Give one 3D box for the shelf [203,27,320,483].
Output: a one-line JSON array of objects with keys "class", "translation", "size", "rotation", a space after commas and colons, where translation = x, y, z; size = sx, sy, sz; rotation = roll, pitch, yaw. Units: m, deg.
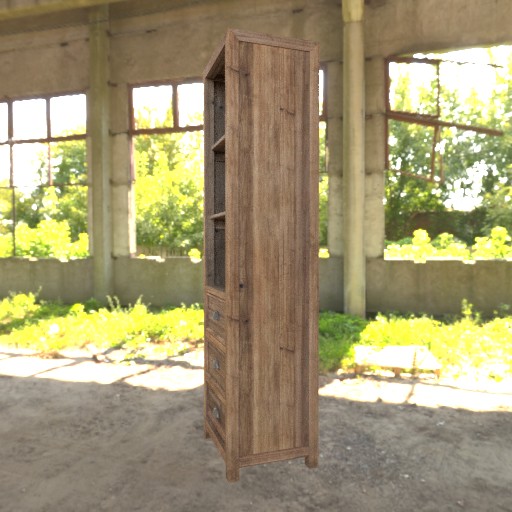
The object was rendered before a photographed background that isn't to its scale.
[{"class": "shelf", "translation": [0.000, 0.000, 2.150], "size": [0.428, 1.900, 0.500], "rotation": [0, 1, -19]}]
